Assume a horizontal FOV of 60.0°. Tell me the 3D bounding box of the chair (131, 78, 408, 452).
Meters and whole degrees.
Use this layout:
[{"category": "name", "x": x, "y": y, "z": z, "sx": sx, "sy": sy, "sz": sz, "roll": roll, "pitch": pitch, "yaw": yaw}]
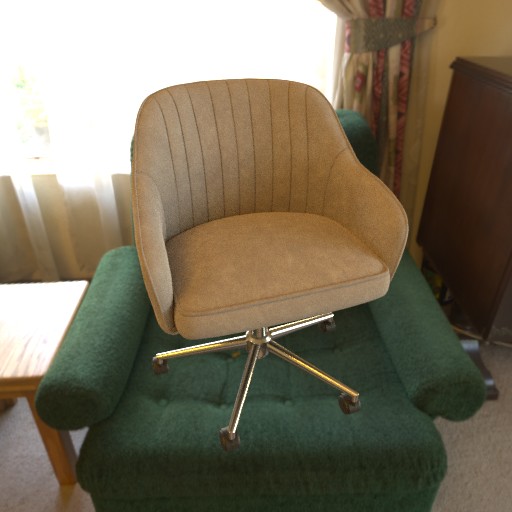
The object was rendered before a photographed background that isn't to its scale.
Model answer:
[{"category": "chair", "x": 0.000, "y": 0.000, "z": 1.220, "sx": 0.635, "sy": 0.831, "sz": 0.573, "roll": -10, "pitch": 33, "yaw": -16}]
